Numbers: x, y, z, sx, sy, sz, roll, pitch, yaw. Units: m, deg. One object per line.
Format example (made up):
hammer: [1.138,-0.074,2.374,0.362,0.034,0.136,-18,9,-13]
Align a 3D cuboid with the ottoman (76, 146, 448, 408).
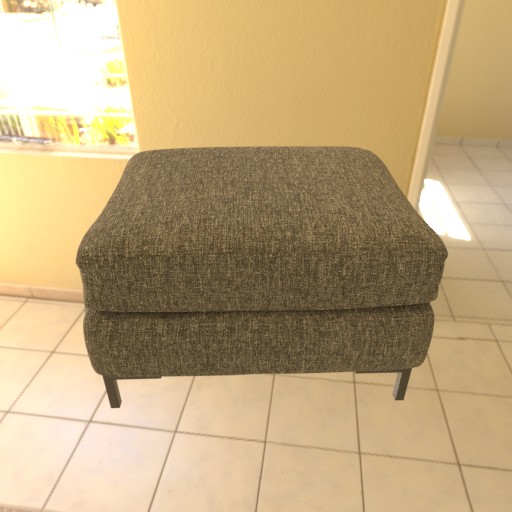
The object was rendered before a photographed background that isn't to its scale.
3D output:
ottoman: [0.000,0.000,1.235,0.828,0.480,0.683,-1,32,-2]
